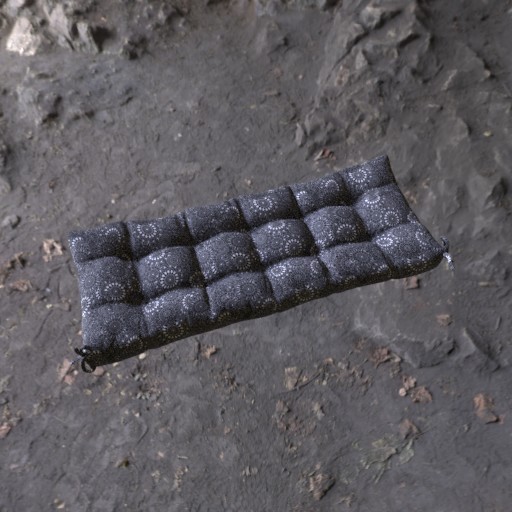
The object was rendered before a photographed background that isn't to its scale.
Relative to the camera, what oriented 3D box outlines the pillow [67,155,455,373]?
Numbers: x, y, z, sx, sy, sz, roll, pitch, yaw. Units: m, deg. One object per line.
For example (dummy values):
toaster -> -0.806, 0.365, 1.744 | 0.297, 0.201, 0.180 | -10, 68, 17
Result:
pillow -> 0.000, 0.000, 1.394 | 1.194, 0.174, 0.511 | -15, 60, -9
